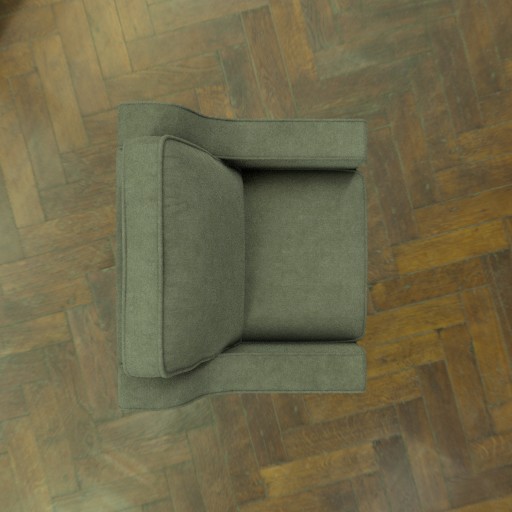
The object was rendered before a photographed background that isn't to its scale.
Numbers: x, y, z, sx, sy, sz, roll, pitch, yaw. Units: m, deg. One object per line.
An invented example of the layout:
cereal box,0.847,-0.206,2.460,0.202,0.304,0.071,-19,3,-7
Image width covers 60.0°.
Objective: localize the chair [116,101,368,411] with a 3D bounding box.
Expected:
chair,0.000,0.000,1.616,0.840,0.944,0.926,0,90,0
